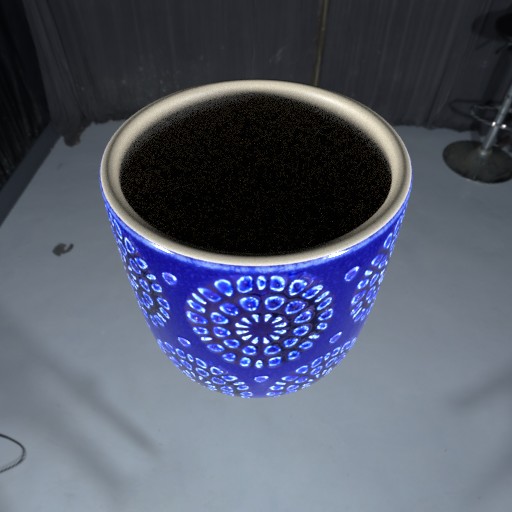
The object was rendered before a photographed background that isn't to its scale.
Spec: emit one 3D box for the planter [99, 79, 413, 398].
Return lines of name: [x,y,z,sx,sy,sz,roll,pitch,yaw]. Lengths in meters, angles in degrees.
planter: [0.000,0.000,0.197,0.109,0.112,0.109,0,48,0]
